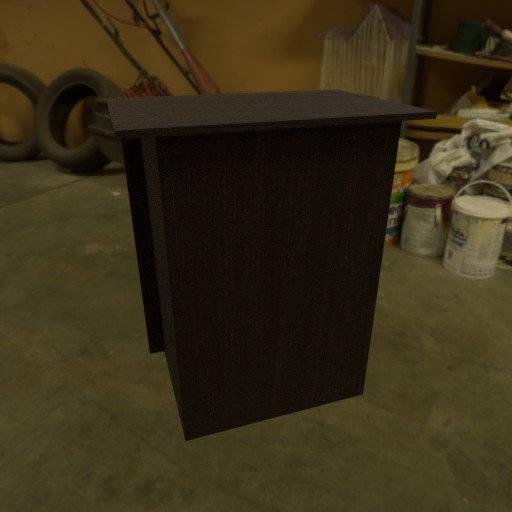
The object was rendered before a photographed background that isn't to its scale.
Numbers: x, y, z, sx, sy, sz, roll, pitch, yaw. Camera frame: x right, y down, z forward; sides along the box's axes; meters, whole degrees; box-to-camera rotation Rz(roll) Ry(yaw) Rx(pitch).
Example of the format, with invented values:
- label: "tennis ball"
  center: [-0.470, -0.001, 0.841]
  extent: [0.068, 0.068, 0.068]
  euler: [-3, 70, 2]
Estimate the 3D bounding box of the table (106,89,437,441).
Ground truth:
- label: "table"
  center: [0.000, 0.000, 1.088]
  extent: [0.591, 0.711, 0.406]
  euler: [-9, 28, -17]
